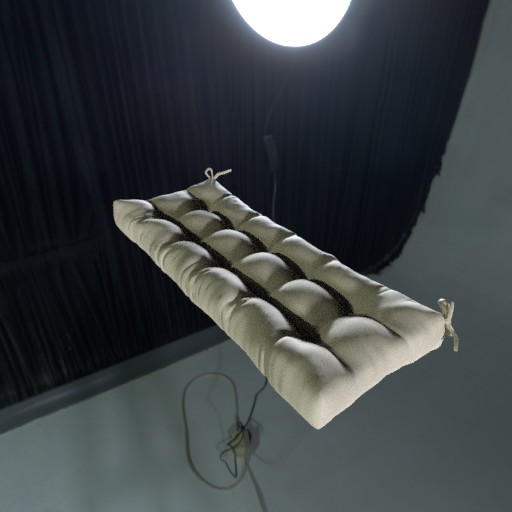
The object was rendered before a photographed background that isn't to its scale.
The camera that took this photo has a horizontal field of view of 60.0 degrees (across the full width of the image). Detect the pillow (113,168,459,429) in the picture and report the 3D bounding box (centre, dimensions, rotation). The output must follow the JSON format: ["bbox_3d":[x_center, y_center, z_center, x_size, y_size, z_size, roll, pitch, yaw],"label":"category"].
[{"bbox_3d":[0.000,0.000,1.377,0.511,0.174,1.194,-21,38,-30],"label":"pillow"}]
